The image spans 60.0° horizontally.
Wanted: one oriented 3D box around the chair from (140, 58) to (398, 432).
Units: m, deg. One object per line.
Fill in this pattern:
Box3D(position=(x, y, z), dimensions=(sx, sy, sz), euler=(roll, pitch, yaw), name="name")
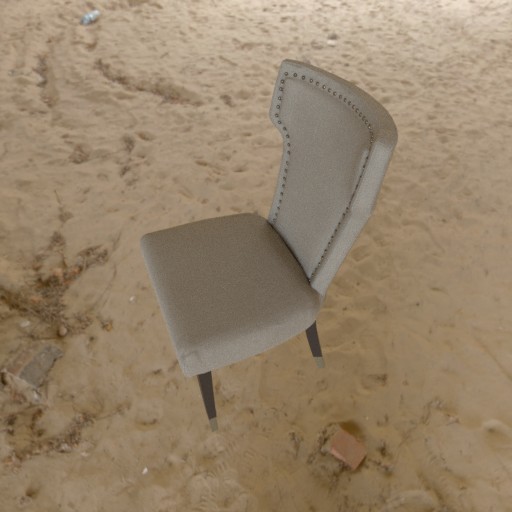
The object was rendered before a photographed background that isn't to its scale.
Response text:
Box3D(position=(0.000, 0.000, 1.355), dimensions=(0.630, 0.955, 0.526), euler=(-17, 47, -16), name="chair")
